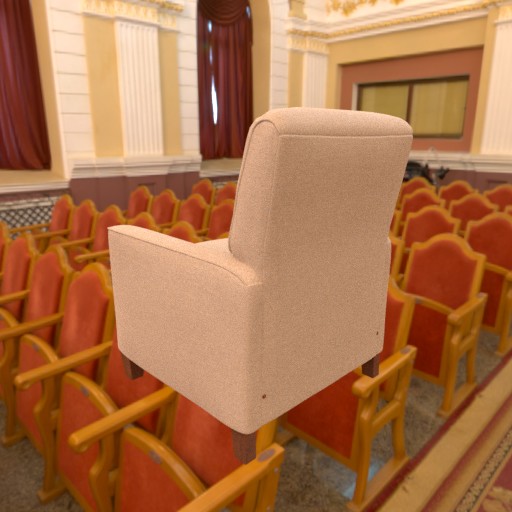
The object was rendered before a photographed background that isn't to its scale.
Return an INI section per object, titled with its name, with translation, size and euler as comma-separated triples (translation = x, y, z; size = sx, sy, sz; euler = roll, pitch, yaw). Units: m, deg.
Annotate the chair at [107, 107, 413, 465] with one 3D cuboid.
[chair]
translation = 0.000, 0.000, 1.675
size = 0.841, 1.023, 0.858
euler = -14, 21, -43
